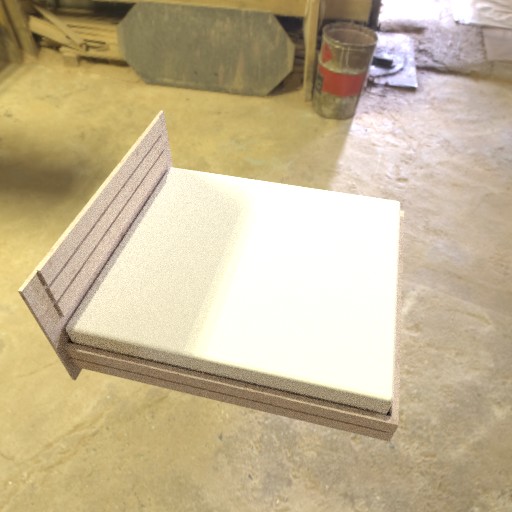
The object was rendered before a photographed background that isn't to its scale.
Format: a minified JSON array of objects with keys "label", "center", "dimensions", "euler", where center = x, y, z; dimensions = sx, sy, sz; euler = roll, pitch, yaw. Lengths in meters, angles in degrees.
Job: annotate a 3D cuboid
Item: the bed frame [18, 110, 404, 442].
[{"label":"bed frame","center":[0.000,0.000,3.132],"dimensions":[2.080,0.970,1.950],"euler":[10,47,10]}]
